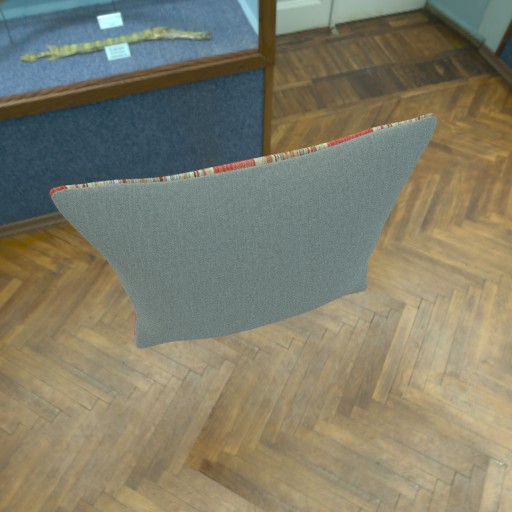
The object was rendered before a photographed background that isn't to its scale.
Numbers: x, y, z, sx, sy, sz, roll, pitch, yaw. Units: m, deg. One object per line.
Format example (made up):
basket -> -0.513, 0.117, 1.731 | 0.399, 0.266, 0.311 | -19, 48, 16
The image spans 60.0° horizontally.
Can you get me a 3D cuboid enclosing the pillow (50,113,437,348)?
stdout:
pillow -> 0.000, 0.000, 0.644 | 0.437, 0.419, 0.136 | -13, 58, -8
